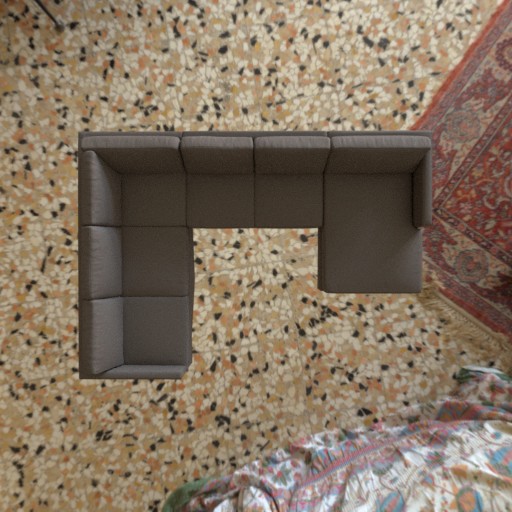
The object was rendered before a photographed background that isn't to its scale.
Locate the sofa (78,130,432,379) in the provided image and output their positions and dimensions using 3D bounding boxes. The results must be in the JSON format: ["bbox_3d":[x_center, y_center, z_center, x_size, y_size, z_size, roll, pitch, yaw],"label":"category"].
[{"bbox_3d":[0.000,0.000,4.539,3.460,0.882,2.427,0,91,1],"label":"sofa"}]
